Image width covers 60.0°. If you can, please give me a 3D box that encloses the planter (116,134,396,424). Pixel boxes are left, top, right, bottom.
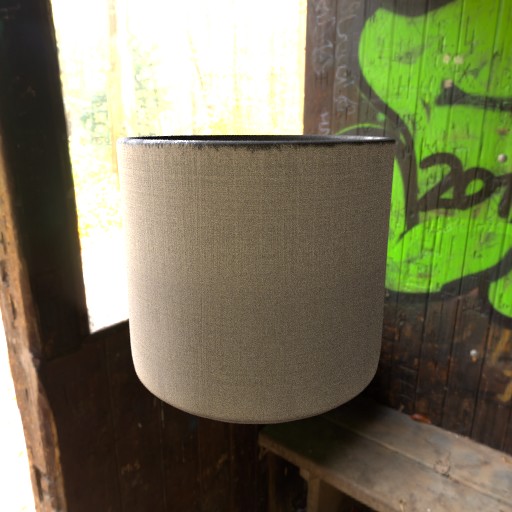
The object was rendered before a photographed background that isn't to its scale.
[{"bbox_3d":[0.000,0.000,0.386,0.221,0.201,0.221,0,16,0],"label":"planter"}]
